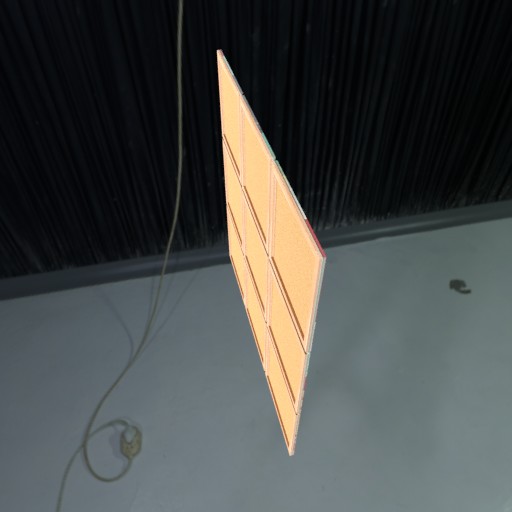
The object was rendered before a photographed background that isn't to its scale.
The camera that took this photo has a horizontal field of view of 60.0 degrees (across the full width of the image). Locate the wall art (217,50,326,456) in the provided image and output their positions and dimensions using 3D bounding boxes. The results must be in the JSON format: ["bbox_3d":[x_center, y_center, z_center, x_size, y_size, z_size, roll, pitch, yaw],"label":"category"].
[{"bbox_3d":[0.000,0.000,1.385,0.012,0.910,0.911,-11,47,-10],"label":"wall art"}]
